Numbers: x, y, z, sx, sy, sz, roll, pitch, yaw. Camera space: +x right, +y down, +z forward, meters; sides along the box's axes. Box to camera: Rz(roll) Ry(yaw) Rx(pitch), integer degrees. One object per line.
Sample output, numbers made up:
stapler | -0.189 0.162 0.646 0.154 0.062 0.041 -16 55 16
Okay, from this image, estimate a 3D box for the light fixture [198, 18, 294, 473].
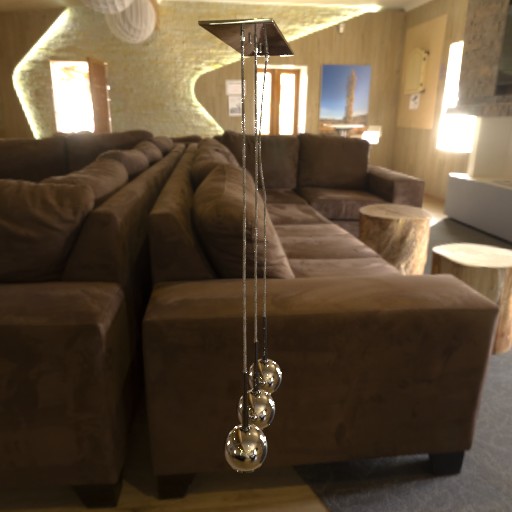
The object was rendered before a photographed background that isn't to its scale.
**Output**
light fixture | 0.000 0.000 1.591 0.188 1.408 0.623 3 18 9
